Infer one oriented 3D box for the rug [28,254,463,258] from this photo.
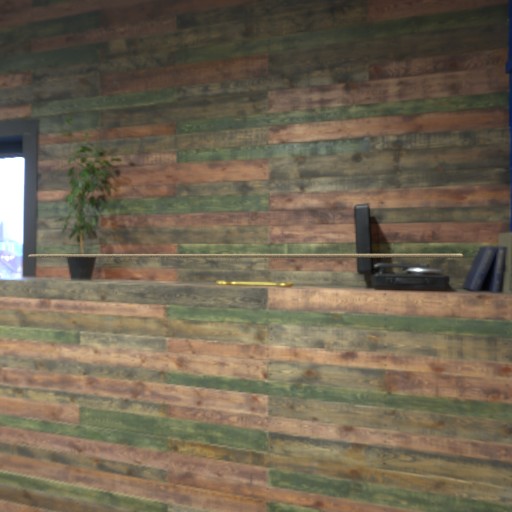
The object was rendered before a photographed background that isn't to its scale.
[{"bbox_3d":[0.000,0.000,2.089,1.667,0.013,1.062,0,0,19],"label":"rug"}]
